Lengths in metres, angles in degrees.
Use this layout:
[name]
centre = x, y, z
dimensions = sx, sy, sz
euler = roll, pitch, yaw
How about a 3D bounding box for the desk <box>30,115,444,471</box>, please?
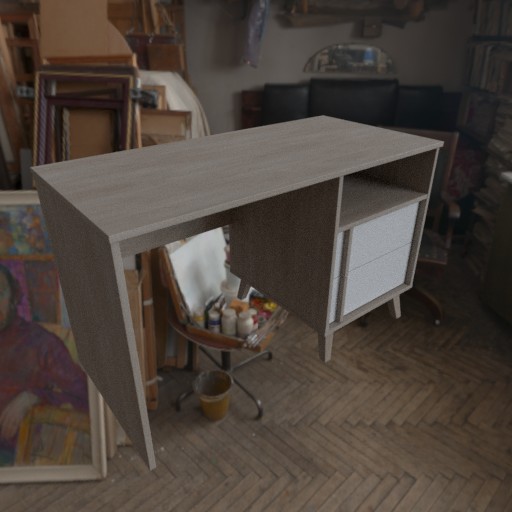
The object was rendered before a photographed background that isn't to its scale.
[desk]
centre = 0.000, 0.000, 1.643
dimensions = 1.251, 0.770, 0.600
euler = -21, 35, -33
